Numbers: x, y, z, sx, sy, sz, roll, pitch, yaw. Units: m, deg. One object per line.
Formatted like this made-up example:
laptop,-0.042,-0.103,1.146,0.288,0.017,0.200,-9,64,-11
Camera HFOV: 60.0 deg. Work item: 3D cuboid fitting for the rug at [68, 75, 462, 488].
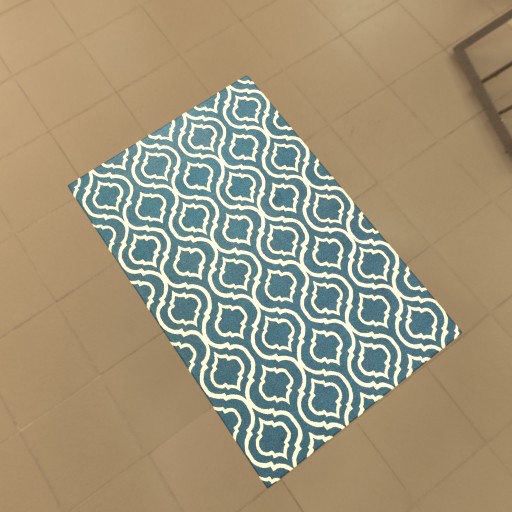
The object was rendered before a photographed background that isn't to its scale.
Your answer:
rug,0.000,0.000,2.192,1.143,0.010,1.753,-35,77,-9
